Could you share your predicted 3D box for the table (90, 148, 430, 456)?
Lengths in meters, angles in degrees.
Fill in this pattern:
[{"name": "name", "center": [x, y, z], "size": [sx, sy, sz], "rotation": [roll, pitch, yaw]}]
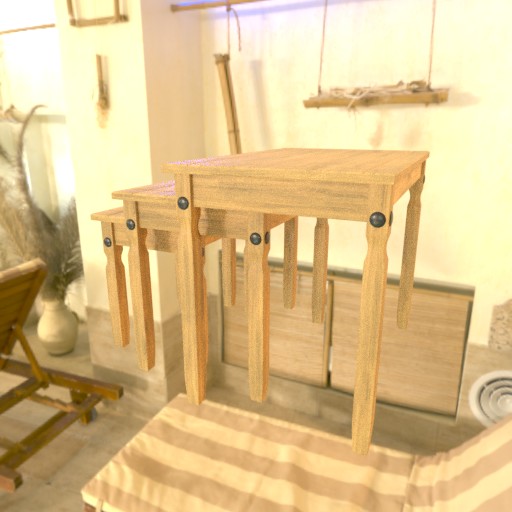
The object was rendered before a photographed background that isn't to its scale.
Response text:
[{"name": "table", "center": [0.000, 0.000, 1.192], "size": [0.773, 0.535, 0.660], "rotation": [8, 18, 24]}]
